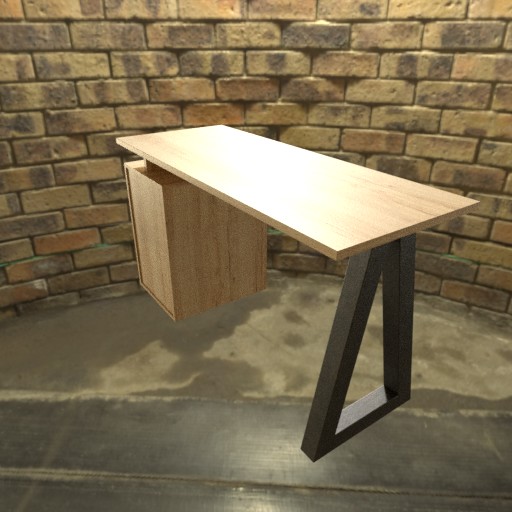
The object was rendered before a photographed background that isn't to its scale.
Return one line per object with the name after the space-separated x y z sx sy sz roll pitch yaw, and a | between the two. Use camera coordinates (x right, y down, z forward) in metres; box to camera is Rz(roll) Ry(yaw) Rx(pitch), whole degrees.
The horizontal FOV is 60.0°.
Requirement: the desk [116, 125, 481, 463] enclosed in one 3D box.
0.000 0.000 1.778 0.550 0.760 1.400 -17 32 -31 | desk
